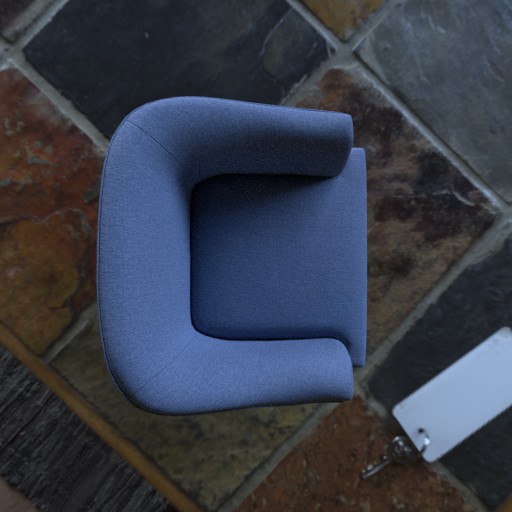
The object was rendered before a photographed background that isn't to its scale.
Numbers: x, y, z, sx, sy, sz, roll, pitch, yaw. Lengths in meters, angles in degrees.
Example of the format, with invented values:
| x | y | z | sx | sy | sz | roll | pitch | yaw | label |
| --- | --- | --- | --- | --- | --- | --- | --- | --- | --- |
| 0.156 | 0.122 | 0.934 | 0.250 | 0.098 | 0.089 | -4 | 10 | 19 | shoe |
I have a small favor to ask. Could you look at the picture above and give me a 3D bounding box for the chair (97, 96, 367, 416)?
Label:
| x | y | z | sx | sy | sz | roll | pitch | yaw | label |
| --- | --- | --- | --- | --- | --- | --- | --- | --- | --- |
| 0.000 | 0.000 | 1.382 | 0.704 | 0.815 | 0.798 | 0 | 90 | 0 | chair |
